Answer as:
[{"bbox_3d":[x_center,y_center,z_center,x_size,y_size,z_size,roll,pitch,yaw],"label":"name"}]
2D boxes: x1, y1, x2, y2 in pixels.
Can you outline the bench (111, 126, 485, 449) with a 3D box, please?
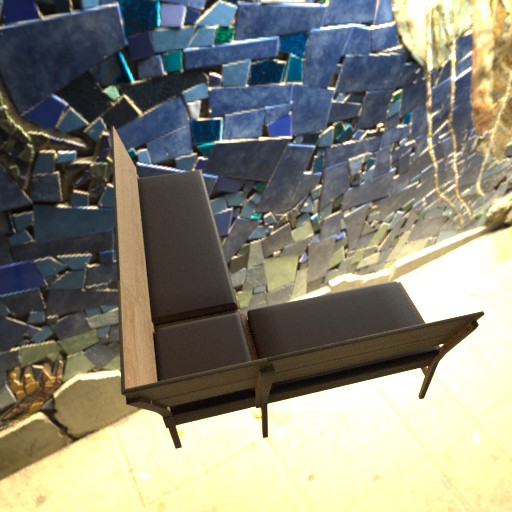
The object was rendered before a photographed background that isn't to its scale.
[{"bbox_3d":[0.000,0.000,2.754,1.549,0.890,1.975,-11,48,-10],"label":"bench"}]
